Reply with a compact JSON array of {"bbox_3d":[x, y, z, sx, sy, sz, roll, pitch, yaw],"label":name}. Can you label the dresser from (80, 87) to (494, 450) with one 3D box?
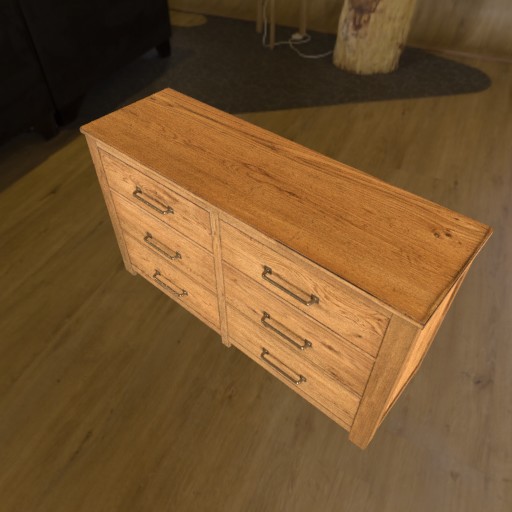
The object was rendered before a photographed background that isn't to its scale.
[{"bbox_3d":[0.000,0.000,2.067,1.657,0.932,0.563,31,53,27],"label":"dresser"}]
